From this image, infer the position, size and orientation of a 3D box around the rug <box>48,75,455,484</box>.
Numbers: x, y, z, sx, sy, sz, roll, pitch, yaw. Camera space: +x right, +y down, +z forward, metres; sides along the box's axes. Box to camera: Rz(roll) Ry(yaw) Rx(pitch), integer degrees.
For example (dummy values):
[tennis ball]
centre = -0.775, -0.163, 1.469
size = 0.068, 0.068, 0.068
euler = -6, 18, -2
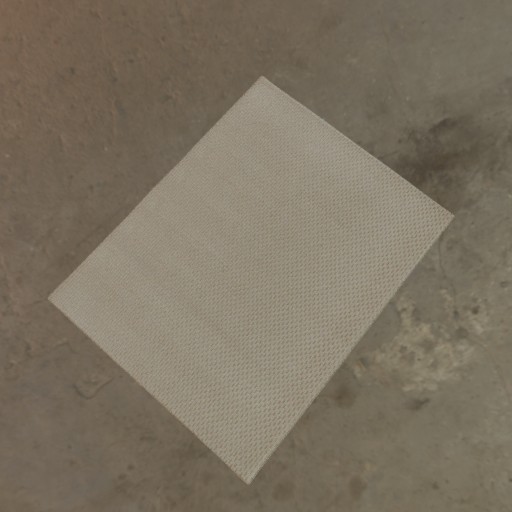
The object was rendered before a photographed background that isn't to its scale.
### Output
[rug]
centre = 0.000, 0.000, 3.908
size = 2.277, 0.035, 2.897
euler = 39, 79, 9
